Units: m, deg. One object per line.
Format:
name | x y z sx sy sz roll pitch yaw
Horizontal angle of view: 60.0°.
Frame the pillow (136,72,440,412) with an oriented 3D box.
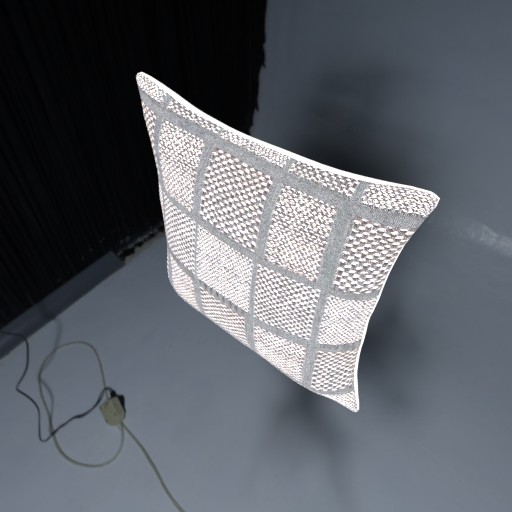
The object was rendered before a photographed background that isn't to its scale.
pillow | 0.000 0.000 0.659 0.435 0.432 0.138 31 53 27
